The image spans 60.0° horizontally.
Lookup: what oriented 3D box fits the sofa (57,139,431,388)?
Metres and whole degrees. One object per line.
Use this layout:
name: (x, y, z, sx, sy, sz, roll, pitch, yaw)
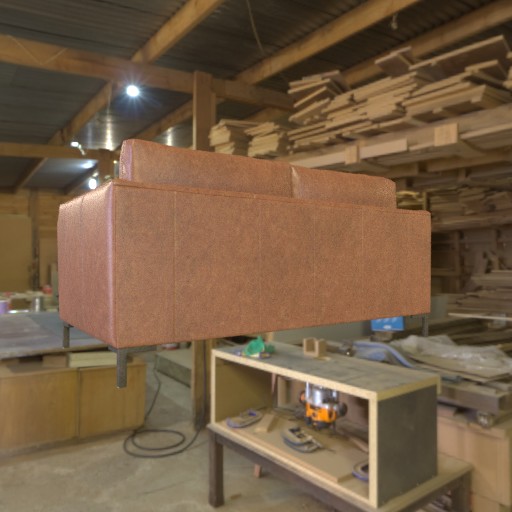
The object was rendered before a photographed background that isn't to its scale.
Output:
sofa: (0.000, 0.000, 2.298, 1.797, 0.883, 0.899, 0, -1, -35)
